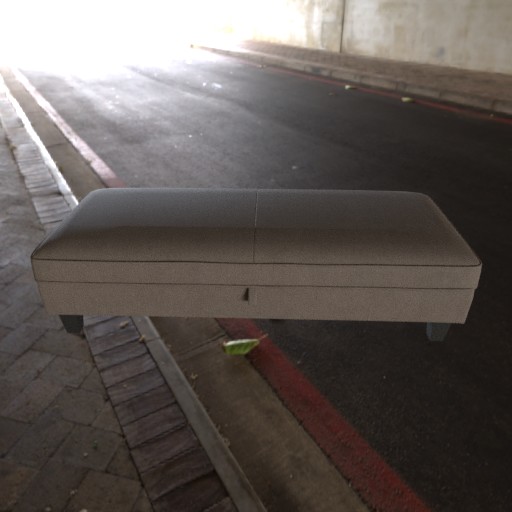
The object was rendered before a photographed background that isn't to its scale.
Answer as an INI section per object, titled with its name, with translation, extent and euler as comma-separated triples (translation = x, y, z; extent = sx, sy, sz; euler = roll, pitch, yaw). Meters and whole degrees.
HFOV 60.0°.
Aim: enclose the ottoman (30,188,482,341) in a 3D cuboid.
[ottoman]
translation = 0.000, 0.000, 2.057
extent = 1.764, 0.470, 0.751
euler = 1, 30, 2
